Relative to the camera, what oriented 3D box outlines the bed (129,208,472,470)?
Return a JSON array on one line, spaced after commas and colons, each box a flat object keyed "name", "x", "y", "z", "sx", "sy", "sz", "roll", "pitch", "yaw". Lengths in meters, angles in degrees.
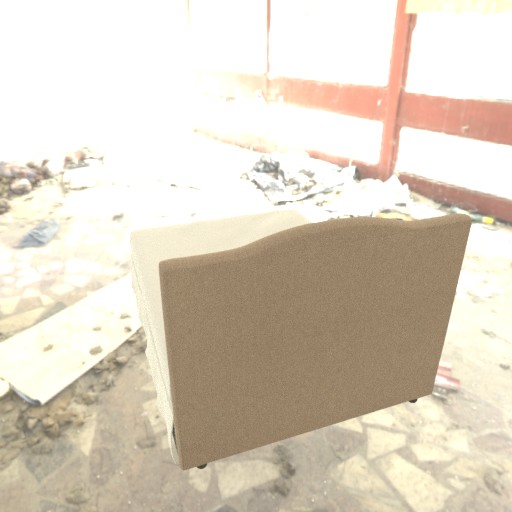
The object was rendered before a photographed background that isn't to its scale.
[{"name": "bed", "x": 0.000, "y": 0.000, "z": 3.392, "sx": 1.821, "sy": 1.436, "sz": 2.282, "roll": -10, "pitch": 29, "yaw": -18}]
